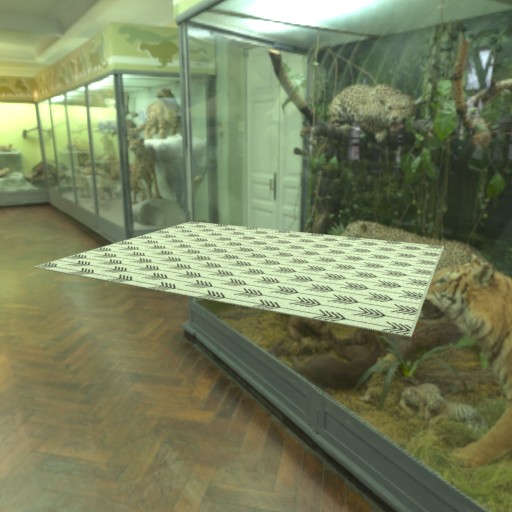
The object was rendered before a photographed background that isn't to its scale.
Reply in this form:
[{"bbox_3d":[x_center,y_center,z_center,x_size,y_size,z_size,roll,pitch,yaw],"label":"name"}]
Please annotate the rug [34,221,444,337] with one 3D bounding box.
[{"bbox_3d":[0.000,0.000,4.101,3.061,0.010,2.330,7,17,25],"label":"rug"}]
